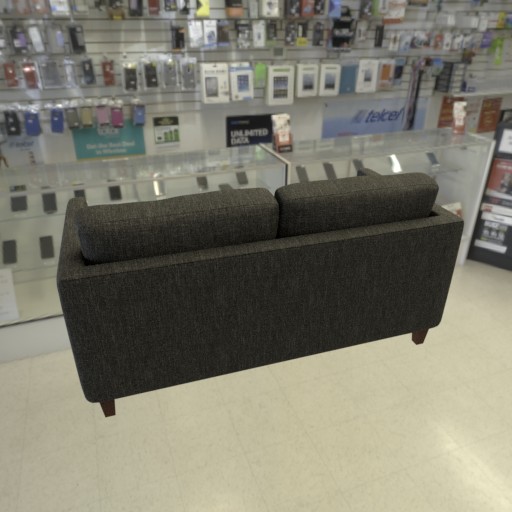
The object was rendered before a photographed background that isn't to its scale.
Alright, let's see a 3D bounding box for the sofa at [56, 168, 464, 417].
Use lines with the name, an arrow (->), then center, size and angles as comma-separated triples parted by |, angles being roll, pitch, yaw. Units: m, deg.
sofa -> 0.000, 0.000, 2.413 | 1.884, 0.963, 0.950 | -9, 29, -16
